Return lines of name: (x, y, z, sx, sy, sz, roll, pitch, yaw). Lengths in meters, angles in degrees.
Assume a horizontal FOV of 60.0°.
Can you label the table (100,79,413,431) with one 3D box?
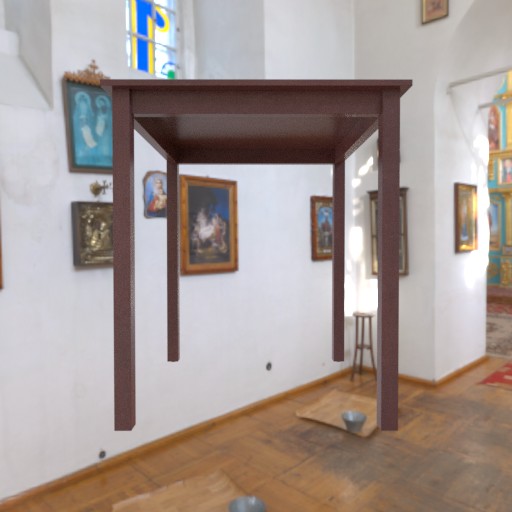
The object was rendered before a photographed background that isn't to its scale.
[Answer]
table: (0.000, 0.000, 1.661, 0.861, 0.991, 0.861, 0, 1, 0)
